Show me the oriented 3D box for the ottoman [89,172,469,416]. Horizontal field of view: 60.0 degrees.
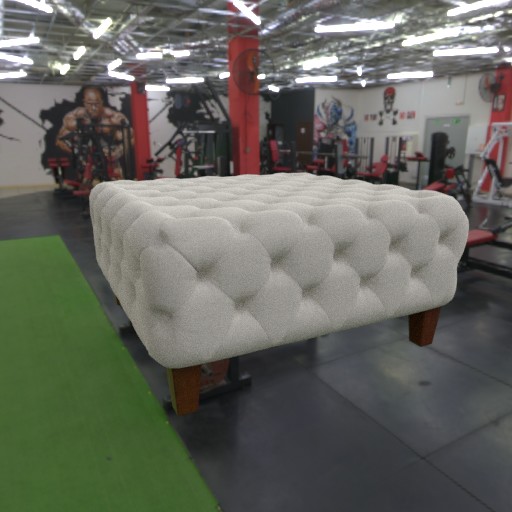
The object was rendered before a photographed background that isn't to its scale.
[{"bbox_3d":[0.000,0.000,1.196,0.755,0.376,0.753,-8,17,-26],"label":"ottoman"}]
